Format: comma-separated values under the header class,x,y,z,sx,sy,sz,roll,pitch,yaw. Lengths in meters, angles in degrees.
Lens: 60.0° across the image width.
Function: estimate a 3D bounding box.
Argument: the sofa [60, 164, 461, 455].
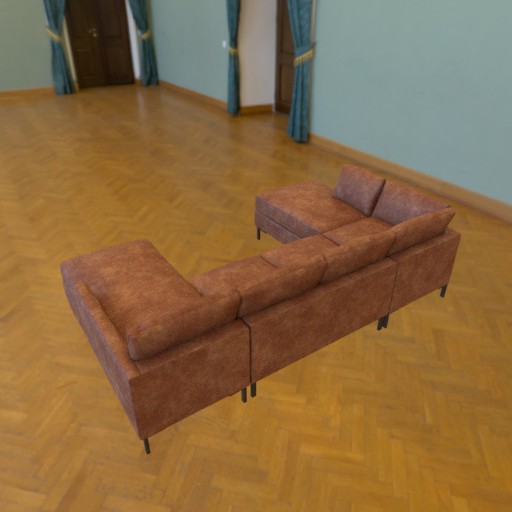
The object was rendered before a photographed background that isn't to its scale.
class,x,y,z,sx,sy,sz,roll,pitch,yaw
sofa,0.000,0.000,3.804,2.956,0.900,1.939,-19,36,-29
